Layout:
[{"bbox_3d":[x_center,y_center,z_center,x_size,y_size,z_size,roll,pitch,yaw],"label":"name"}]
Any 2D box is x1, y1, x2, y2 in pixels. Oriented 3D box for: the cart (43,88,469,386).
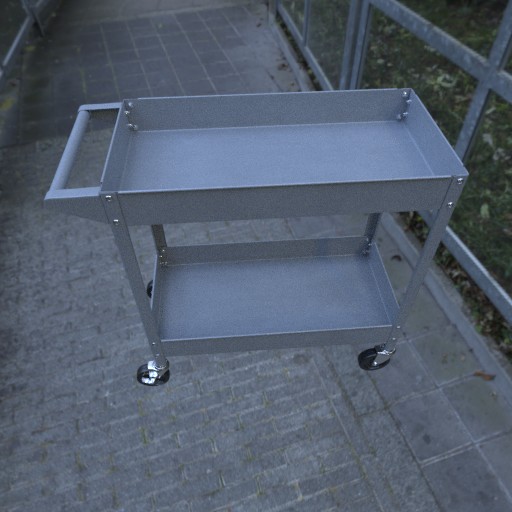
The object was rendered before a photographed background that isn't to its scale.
[{"bbox_3d":[0.000,0.000,1.160,0.779,0.719,0.366,-3,47,-3],"label":"cart"}]
